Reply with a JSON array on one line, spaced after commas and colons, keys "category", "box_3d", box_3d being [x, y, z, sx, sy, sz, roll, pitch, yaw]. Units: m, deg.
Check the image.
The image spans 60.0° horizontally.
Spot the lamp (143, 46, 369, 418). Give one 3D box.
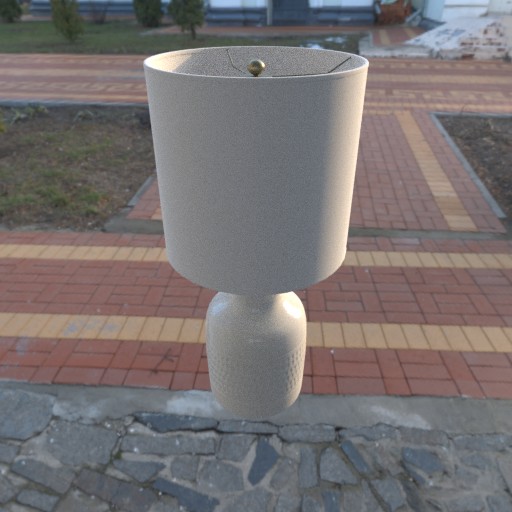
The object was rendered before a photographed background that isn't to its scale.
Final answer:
[{"category": "lamp", "box_3d": [0.000, 0.000, 0.479, 0.188, 0.392, 0.188, 11, 33, 17]}]
